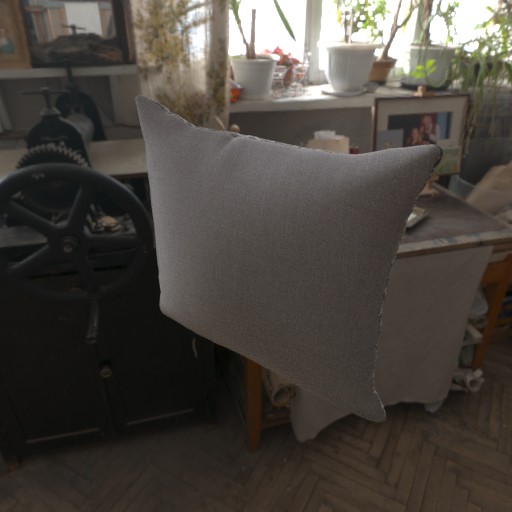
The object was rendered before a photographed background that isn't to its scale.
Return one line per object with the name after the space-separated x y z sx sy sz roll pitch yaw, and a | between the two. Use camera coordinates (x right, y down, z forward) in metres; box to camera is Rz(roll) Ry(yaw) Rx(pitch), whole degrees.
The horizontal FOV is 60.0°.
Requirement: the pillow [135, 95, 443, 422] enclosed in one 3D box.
0.000 0.000 0.779 0.546 0.487 0.180 20 36 30 | pillow
